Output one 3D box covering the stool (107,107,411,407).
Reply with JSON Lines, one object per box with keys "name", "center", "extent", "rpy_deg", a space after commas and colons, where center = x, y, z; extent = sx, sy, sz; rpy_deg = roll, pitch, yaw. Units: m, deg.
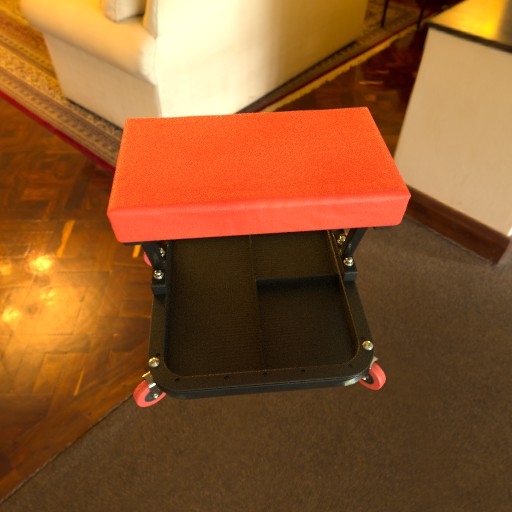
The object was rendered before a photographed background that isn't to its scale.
{"name": "stool", "center": [0.000, 0.000, 0.725], "extent": [0.446, 0.380, 0.371], "rpy_deg": [-4, 48, -3]}
